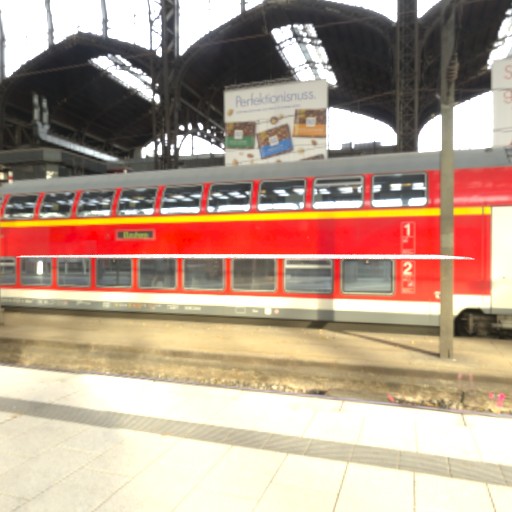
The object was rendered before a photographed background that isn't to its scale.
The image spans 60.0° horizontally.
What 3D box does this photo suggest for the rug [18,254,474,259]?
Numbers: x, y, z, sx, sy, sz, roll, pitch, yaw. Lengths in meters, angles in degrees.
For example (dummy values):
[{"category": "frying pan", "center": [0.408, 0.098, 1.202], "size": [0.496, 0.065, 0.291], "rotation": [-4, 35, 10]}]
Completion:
[{"category": "rug", "center": [0.000, 0.000, 2.249], "size": [1.829, 0.006, 1.219], "rotation": [0, 1, 17]}]
